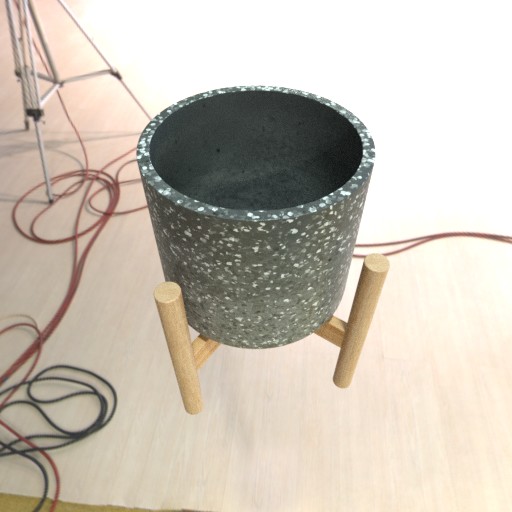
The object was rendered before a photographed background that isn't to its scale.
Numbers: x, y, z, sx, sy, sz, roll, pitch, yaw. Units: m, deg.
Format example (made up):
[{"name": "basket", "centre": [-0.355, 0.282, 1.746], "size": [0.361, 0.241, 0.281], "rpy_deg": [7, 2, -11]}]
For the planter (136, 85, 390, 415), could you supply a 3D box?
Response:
[{"name": "planter", "centre": [0.000, 0.000, 0.535], "size": [0.284, 0.320, 0.284], "rpy_deg": [-25, 52, -22]}]
